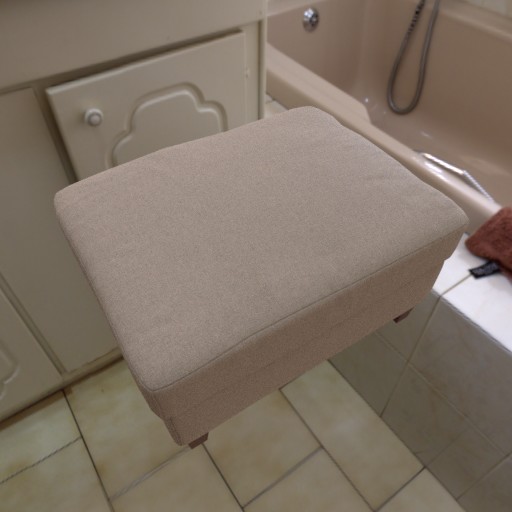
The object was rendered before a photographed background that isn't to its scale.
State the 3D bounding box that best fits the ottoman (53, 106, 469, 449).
[{"bbox_3d":[0.000,0.000,1.293,0.902,0.511,0.692,-25,52,-21],"label":"ottoman"}]
